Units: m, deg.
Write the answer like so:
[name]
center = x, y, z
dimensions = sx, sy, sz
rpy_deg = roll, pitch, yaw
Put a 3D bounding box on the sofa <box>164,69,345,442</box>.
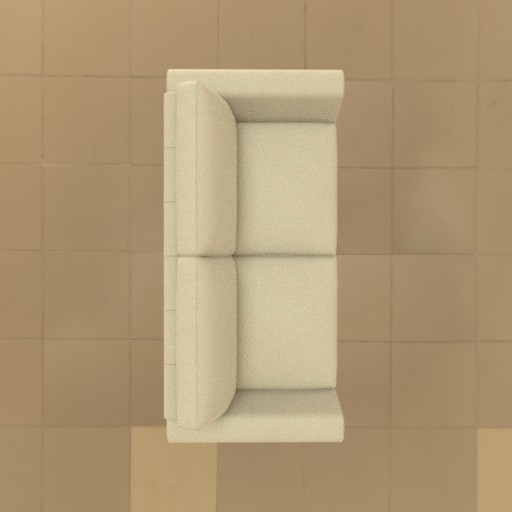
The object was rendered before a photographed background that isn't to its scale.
[sofa]
center = 0.000, 0.000, 2.533
dimensions = 0.953, 0.875, 2.017
rpy_deg = 0, 90, -1
